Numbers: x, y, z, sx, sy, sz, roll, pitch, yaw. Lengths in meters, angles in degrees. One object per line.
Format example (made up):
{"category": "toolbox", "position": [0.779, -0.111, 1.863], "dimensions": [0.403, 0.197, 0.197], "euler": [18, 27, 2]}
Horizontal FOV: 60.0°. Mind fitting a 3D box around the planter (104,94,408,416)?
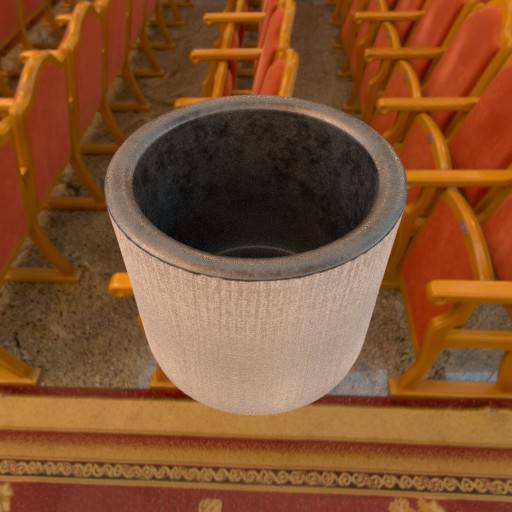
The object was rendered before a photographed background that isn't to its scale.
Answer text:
{"category": "planter", "position": [0.000, 0.000, 0.224], "dimensions": [0.125, 0.112, 0.125], "euler": [0, 47, 0]}
